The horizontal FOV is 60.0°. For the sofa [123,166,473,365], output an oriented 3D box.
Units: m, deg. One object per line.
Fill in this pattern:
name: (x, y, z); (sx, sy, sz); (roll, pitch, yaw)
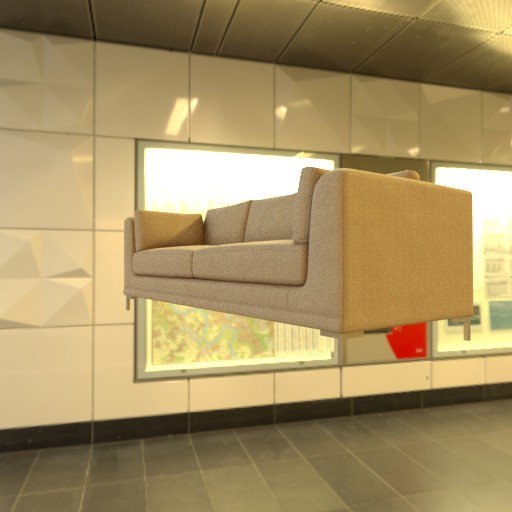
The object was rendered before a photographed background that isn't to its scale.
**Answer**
sofa: (0.000, 0.000, 2.926); (0.969, 0.867, 2.415); (1, -1, -36)
